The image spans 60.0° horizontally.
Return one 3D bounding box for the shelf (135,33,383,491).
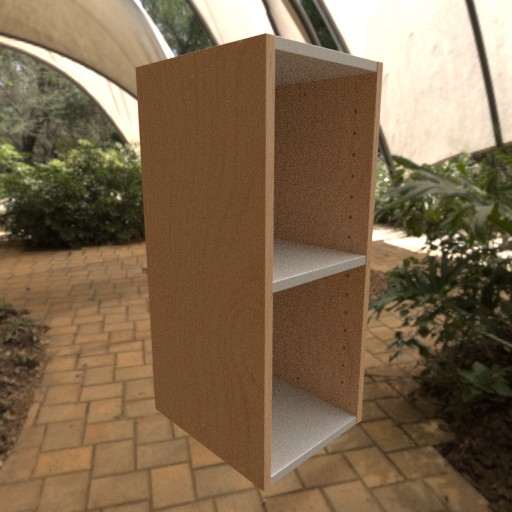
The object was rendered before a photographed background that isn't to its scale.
[{"bbox_3d":[0.000,0.000,0.747,0.250,0.600,0.290,-12,18,-42],"label":"shelf"}]
